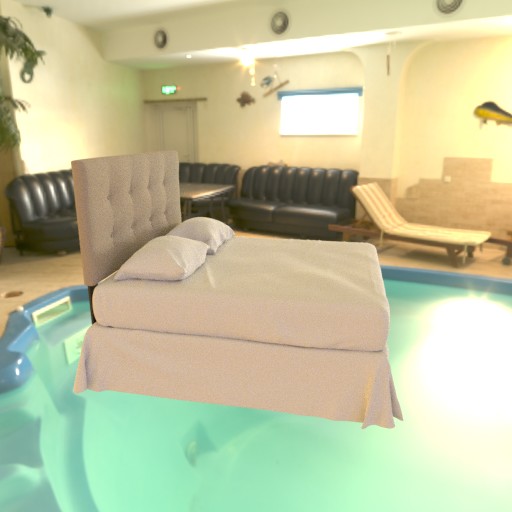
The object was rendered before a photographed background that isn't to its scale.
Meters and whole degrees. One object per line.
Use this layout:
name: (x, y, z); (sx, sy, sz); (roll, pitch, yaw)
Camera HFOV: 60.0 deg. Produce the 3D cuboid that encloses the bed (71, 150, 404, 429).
bed: (0.000, 0.000, 3.548); (2.222, 1.577, 1.936); (3, 16, 11)
